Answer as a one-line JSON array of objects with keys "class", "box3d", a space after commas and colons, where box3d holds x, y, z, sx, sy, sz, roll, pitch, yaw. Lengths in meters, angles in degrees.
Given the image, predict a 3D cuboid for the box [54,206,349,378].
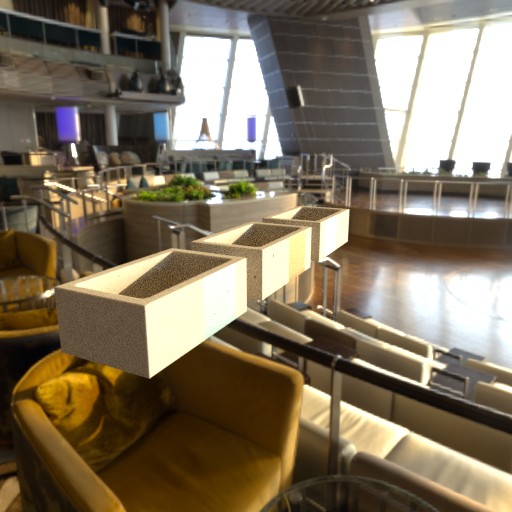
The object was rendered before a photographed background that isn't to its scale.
[{"class": "box", "box3d": [0.000, 0.000, 0.496, 0.082, 0.051, 0.461, 7, 16, 26]}]
